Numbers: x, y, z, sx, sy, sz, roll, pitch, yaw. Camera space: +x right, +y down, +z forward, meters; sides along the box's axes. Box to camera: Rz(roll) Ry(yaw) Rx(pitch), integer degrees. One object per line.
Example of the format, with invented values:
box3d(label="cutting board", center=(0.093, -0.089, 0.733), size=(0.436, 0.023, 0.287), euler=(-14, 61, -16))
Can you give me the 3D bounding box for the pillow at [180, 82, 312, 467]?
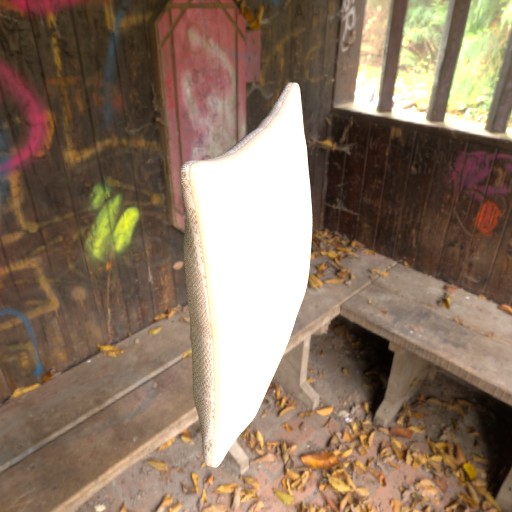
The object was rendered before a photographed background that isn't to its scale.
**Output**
box3d(label="pillow", center=(0.000, 0.000, 0.674), size=(0.138, 0.432, 0.436), euler=(8, 32, 14))
